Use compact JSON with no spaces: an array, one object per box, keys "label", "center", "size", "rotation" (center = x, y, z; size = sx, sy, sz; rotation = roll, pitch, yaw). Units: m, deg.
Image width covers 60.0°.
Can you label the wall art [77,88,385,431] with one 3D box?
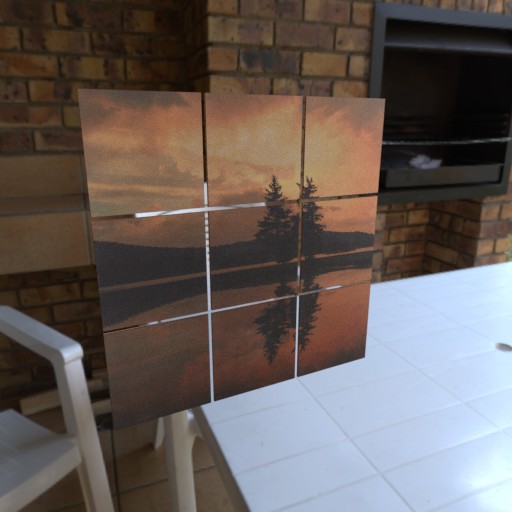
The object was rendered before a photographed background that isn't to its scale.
[{"label":"wall art","center":[0.000,0.000,2.223],"size":[1.520,1.525,0.013],"rotation":[-8,18,-26]}]
